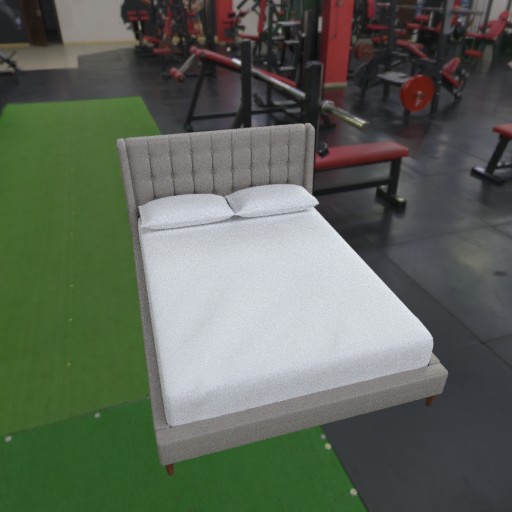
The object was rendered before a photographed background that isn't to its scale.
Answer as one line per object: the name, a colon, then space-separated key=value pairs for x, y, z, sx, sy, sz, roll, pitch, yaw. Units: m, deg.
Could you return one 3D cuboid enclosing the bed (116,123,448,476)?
bed: x=0.000 y=0.000 z=3.091 sx=1.656 sy=1.147 sz=2.232 roll=-9 pitch=33 yaw=-14
